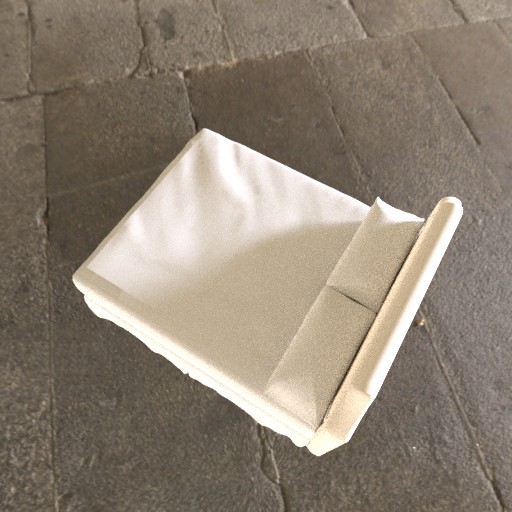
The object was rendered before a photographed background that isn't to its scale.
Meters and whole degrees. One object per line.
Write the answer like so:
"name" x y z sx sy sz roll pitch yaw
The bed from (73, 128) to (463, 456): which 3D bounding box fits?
"bed" 0.000 0.000 3.813 2.548 1.524 2.134 29 66 14
